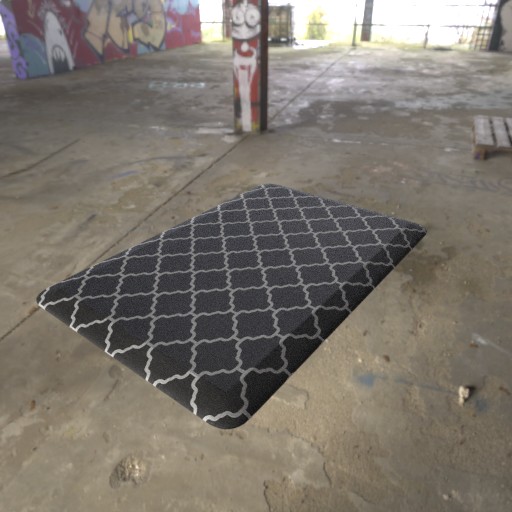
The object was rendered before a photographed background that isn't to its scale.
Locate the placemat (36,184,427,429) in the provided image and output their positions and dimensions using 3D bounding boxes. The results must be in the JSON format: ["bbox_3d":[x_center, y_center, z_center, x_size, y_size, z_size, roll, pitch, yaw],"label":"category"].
[{"bbox_3d":[0.000,0.000,0.966,0.508,0.021,0.762,22,37,32],"label":"placemat"}]
